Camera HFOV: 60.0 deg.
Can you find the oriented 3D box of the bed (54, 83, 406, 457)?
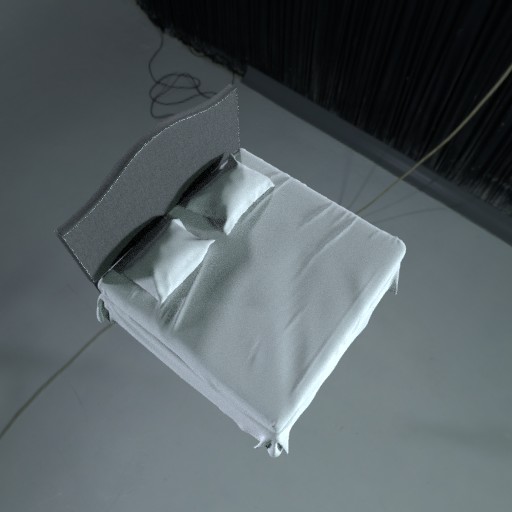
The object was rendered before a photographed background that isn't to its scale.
[{"bbox_3d":[0.000,0.000,3.761,2.219,1.651,2.314,34,66,18],"label":"bed"}]
